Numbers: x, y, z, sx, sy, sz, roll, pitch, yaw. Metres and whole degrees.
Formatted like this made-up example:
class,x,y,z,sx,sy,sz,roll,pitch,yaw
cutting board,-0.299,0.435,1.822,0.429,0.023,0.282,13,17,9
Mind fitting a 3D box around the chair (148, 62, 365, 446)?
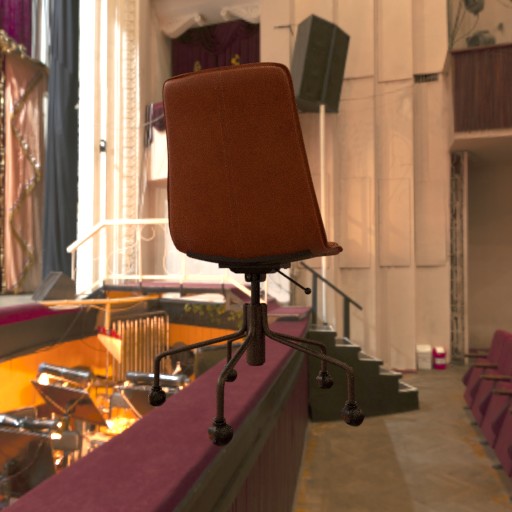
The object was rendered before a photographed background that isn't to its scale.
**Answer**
class,x,y,z,sx,sy,sz,roll,pitch,yaw
chair,0.000,0.000,1.361,0.651,0.920,0.660,0,-2,17
